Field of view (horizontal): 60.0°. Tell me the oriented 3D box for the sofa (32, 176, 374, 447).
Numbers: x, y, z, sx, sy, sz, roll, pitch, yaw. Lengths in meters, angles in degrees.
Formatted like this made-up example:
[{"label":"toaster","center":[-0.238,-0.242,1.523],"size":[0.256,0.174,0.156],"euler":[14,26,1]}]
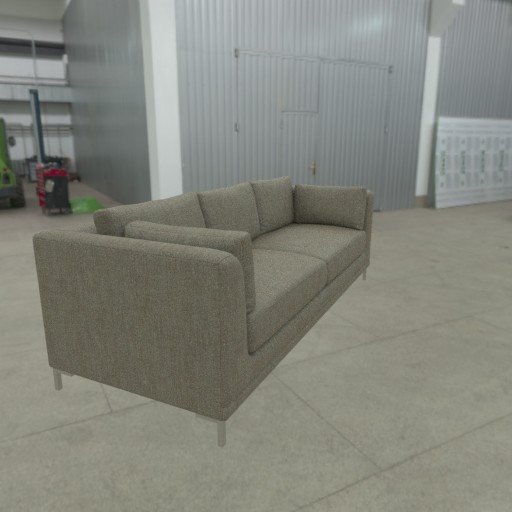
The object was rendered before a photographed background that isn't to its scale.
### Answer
[{"label":"sofa","center":[0.000,0.000,2.825],"size":[0.969,0.867,2.415],"euler":[7,16,26]}]
